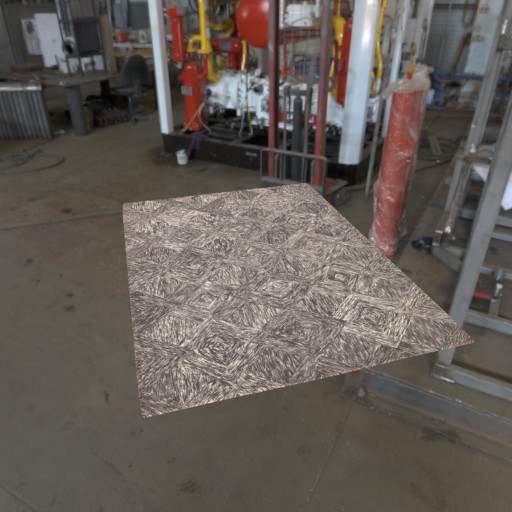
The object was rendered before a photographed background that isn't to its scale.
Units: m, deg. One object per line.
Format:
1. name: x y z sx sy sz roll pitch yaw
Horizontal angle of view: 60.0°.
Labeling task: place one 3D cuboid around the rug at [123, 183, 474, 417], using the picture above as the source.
1. rug: 0.000 0.000 5.347 2.997 0.020 4.093 -9 32 -14
